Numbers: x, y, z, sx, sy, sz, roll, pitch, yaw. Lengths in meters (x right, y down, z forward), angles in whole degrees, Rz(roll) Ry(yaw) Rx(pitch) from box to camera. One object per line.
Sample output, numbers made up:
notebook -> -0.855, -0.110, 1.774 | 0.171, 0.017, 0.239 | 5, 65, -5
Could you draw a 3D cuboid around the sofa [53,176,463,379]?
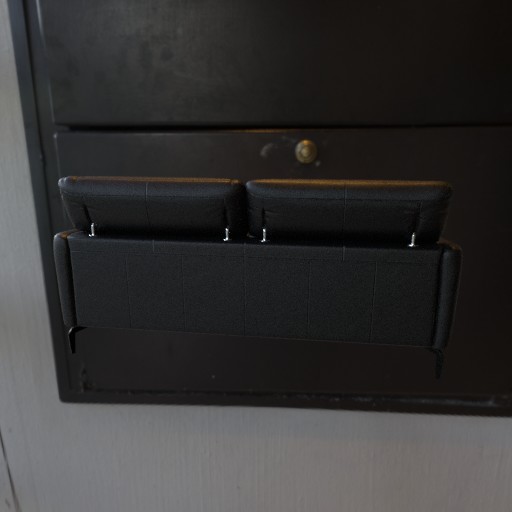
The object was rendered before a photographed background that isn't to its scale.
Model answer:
sofa -> 0.000, 0.000, 2.540 | 2.069, 0.957, 0.856 | 2, 16, 7
